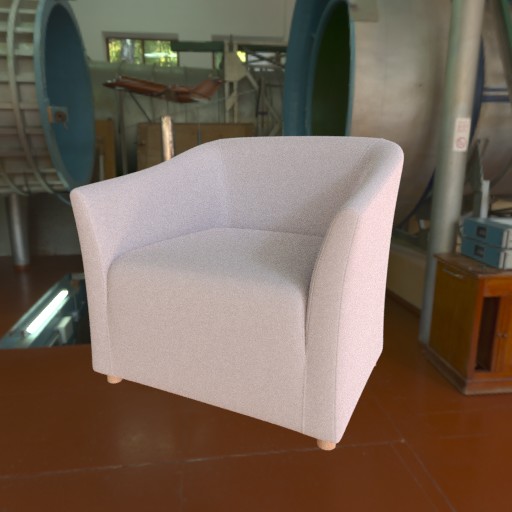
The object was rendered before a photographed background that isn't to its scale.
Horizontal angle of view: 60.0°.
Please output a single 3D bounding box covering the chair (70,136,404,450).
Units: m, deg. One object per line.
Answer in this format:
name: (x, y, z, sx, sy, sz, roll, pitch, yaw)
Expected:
chair: (0.000, 0.000, 1.364, 0.790, 0.720, 0.700, 7, 16, 26)
